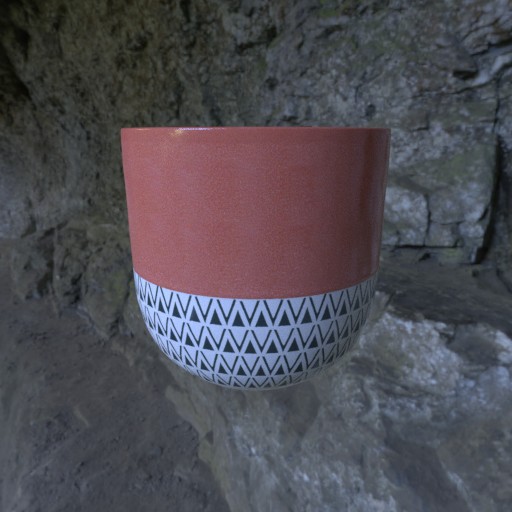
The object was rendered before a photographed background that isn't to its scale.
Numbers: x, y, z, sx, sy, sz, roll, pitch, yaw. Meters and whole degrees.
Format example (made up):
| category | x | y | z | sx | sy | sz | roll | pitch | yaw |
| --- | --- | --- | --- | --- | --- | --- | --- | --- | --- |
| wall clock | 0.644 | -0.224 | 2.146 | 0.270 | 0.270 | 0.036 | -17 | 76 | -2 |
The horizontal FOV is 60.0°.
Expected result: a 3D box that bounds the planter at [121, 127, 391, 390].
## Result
| category | x | y | z | sx | sy | sz | roll | pitch | yaw |
| --- | --- | --- | --- | --- | --- | --- | --- | --- | --- |
| planter | 0.000 | 0.000 | 0.489 | 0.266 | 0.270 | 0.266 | 0 | 15 | 0 |
